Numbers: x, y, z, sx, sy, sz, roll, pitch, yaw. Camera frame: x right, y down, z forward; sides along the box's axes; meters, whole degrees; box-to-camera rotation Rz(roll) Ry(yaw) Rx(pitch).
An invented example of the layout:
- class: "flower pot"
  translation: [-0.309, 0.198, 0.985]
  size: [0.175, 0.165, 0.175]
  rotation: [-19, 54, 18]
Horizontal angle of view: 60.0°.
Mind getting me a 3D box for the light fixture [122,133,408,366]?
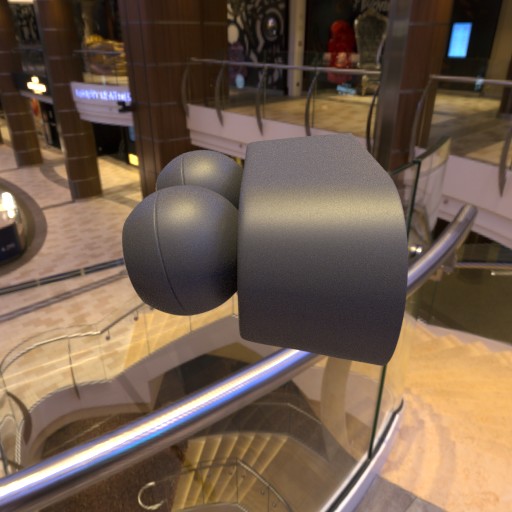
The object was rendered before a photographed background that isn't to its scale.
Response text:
- class: "light fixture"
  translation: [0.000, 0.000, 0.336]
  size: [0.159, 0.159, 0.229]
  rotation: [0, 27, 1]
